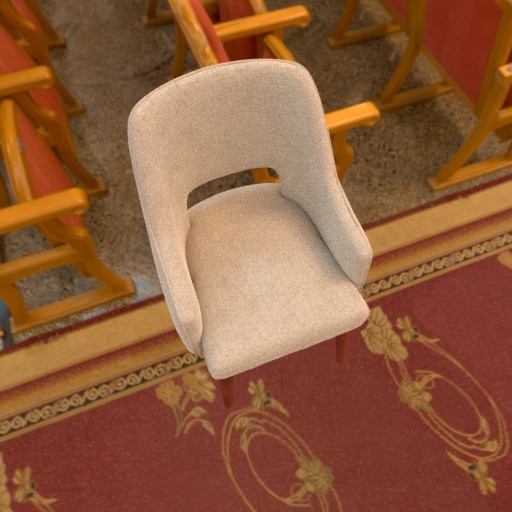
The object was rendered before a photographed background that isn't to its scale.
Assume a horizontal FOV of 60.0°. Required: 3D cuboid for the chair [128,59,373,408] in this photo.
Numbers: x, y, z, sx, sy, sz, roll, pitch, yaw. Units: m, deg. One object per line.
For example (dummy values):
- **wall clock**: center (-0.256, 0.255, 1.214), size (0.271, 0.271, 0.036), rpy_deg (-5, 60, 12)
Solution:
- **chair**: center (0.000, 0.000, 1.268), size (0.548, 0.849, 0.605), rpy_deg (-19, 65, -9)
